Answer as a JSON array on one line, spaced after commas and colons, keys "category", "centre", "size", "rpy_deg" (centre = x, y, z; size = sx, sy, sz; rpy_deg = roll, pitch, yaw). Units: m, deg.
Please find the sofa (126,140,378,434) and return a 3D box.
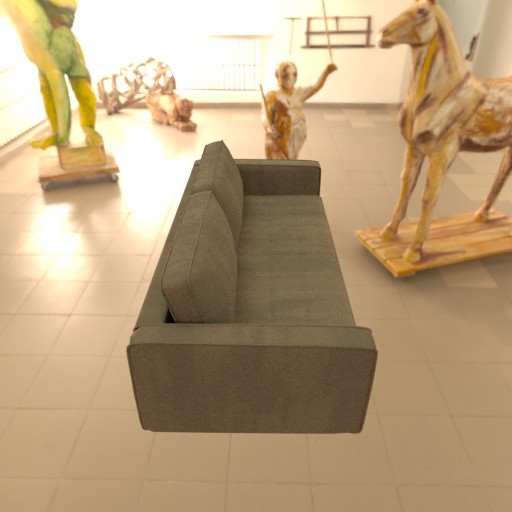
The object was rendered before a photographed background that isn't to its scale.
[{"category": "sofa", "centre": [0.000, 0.000, 2.470], "size": [0.924, 0.825, 1.920], "rpy_deg": [0, 32, 1]}]
